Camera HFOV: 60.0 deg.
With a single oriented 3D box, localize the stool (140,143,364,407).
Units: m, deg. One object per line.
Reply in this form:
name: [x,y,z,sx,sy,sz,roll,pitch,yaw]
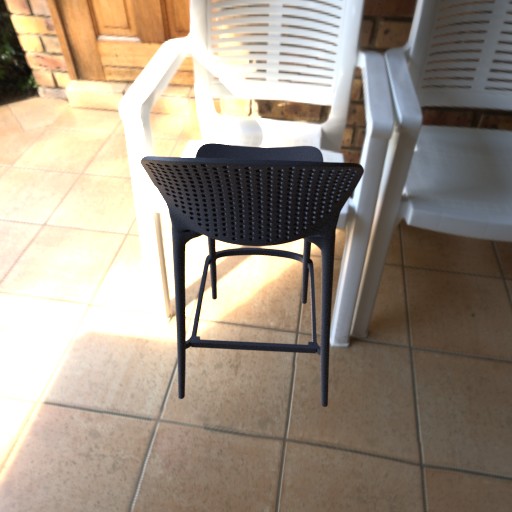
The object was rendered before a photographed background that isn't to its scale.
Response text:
stool: [0.000,0.000,1.358,0.536,1.045,0.535,2,46,2]
